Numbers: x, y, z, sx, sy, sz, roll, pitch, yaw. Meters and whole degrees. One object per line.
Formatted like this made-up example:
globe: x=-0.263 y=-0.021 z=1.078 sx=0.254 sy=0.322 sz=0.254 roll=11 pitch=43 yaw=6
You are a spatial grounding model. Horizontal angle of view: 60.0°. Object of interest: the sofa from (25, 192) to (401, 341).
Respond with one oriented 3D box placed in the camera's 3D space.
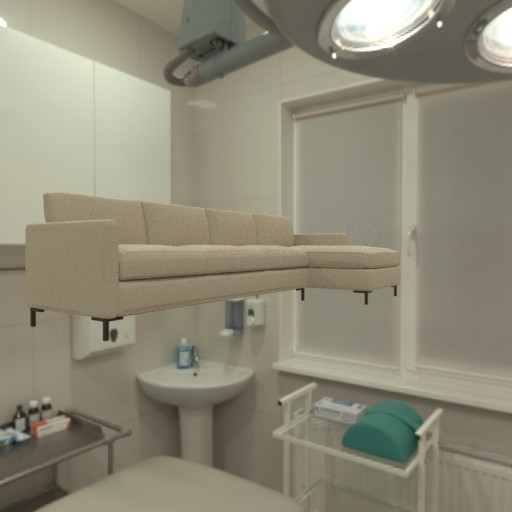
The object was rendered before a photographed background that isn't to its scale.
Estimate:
sofa: x=0.000 y=0.000 z=3.189 sx=1.258 sy=0.755 sz=2.731 roll=1 pitch=1 yaw=36
